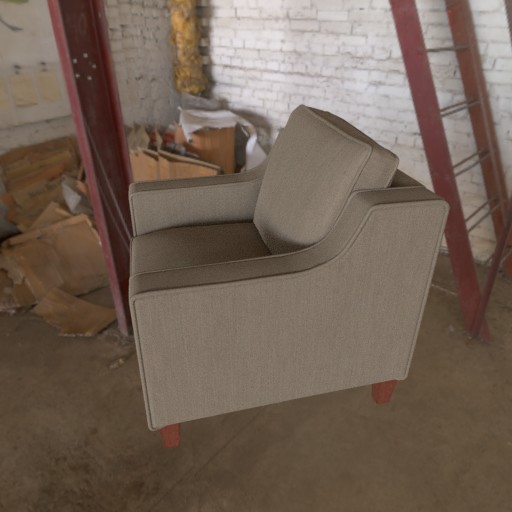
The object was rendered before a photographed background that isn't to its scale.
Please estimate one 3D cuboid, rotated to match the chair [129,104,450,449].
[{"bbox_3d":[0.000,0.000,1.642,0.909,0.960,0.831,-7,31,-12],"label":"chair"}]
